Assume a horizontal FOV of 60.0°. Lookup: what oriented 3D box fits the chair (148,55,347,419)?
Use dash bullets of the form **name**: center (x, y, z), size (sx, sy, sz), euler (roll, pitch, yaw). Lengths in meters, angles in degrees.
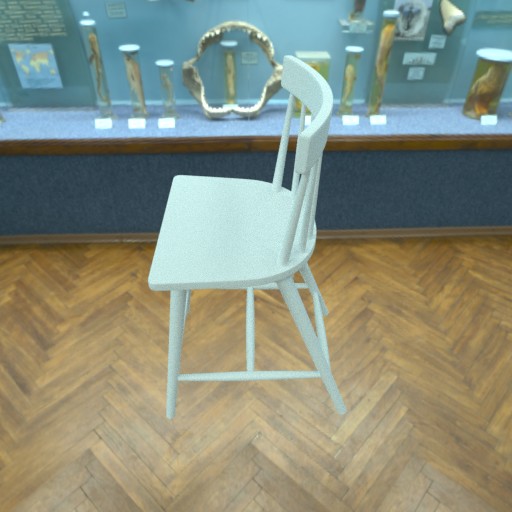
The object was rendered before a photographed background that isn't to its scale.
- **chair**: center (0.000, 0.000, 1.264), size (0.572, 0.952, 0.483), euler (0, 40, -1)
